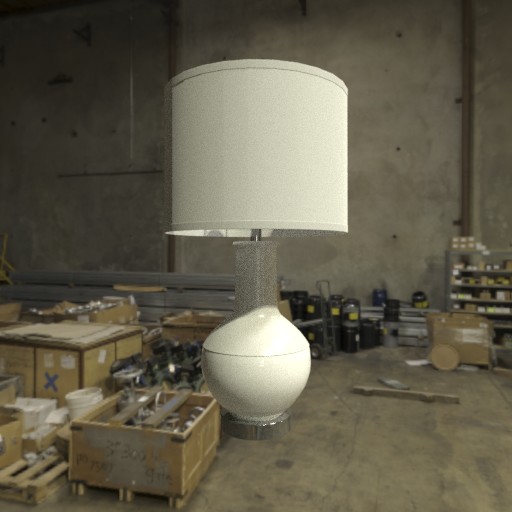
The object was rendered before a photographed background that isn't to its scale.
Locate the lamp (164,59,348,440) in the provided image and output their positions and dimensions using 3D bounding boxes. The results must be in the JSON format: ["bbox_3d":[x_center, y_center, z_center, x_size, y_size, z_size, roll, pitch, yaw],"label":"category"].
[{"bbox_3d":[0.000,0.000,0.876,0.357,0.673,0.357,0,0,17],"label":"lamp"}]
